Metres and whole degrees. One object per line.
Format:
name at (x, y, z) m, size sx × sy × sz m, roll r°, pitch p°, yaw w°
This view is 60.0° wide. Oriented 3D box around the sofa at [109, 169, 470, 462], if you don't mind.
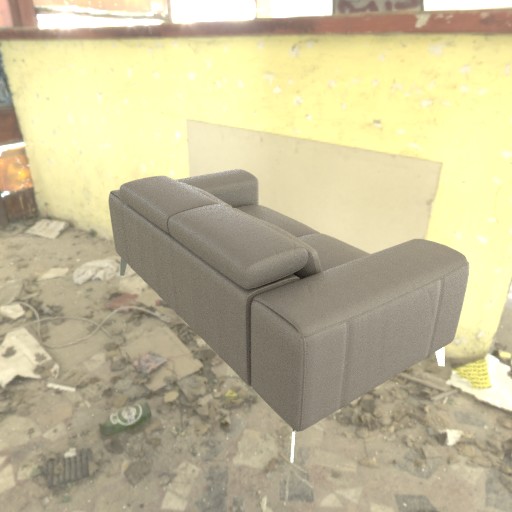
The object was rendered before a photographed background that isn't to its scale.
sofa at (0.000, 0.000, 2.489) m, size 1.024 × 0.753 × 1.930 m, roll -17°, pitch 30°, yaw -31°
